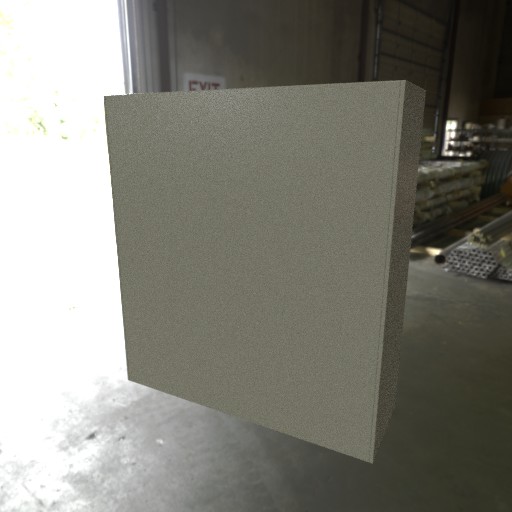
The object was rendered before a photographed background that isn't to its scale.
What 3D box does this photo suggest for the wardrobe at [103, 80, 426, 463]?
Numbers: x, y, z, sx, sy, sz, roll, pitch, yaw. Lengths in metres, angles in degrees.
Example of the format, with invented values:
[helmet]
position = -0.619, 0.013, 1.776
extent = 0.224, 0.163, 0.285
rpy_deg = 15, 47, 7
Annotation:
[wardrobe]
position = 0.000, 0.000, 2.819
extent = 1.780, 1.960, 0.629
rpy_deg = 8, 18, 27
